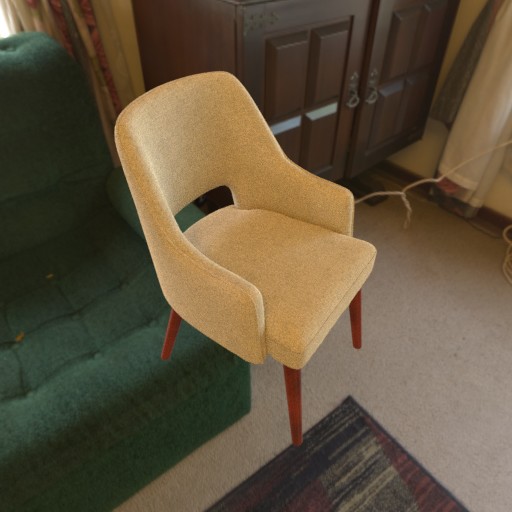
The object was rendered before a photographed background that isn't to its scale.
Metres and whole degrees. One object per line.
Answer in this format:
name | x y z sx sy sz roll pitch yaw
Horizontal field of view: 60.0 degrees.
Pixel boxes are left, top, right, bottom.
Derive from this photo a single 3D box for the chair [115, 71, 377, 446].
chair | 0.000 0.000 1.267 0.605 0.849 0.548 24 46 25
